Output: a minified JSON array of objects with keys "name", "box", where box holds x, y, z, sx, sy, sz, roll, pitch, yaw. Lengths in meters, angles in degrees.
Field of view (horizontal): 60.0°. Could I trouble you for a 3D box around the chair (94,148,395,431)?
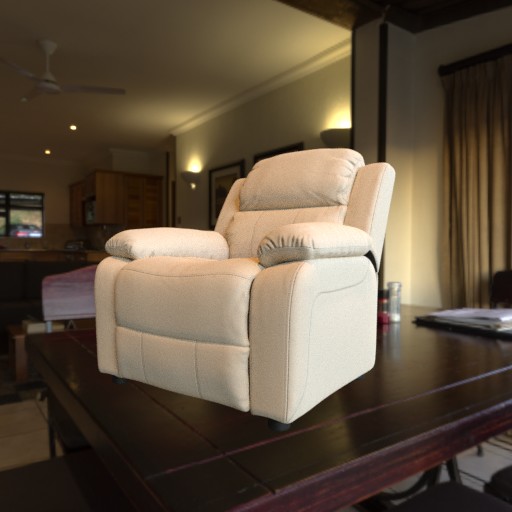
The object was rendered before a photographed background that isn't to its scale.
[{"name":"chair","box":[0.000,0.000,1.295,0.680,0.702,0.709,1,2,36]}]
